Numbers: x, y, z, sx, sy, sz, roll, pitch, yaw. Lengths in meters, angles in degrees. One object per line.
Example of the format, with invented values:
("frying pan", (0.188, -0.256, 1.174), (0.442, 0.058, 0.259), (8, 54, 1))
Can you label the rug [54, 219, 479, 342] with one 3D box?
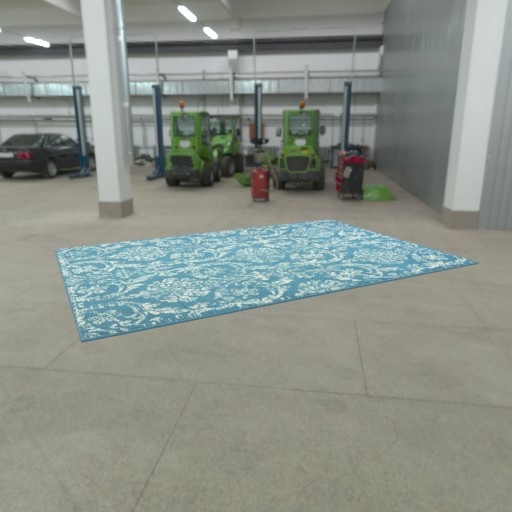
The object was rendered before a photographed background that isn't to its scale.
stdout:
("rug", (0.000, 0.000, 3.422), (2.746, 0.018, 1.816), (-8, 18, -26))
